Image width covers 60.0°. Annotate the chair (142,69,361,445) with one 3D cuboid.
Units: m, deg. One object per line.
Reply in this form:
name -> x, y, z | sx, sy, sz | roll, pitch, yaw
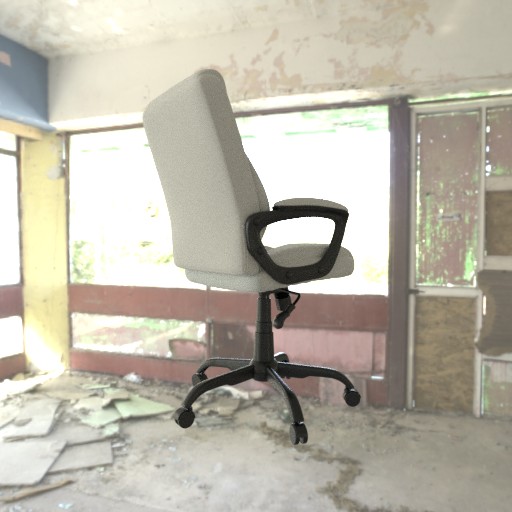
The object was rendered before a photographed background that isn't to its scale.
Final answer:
chair -> 0.000, 0.000, 1.541 | 0.669, 1.065, 0.663 | -2, 3, -36
